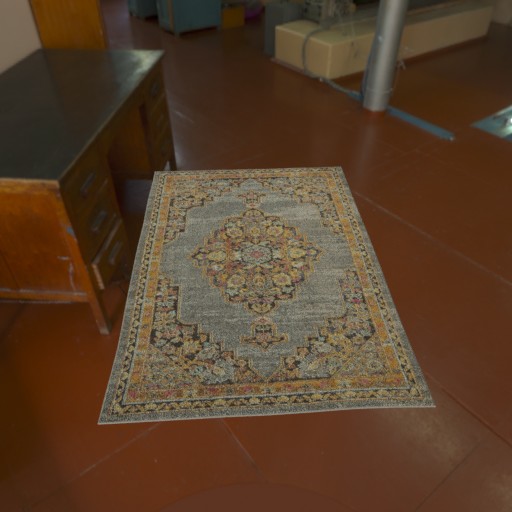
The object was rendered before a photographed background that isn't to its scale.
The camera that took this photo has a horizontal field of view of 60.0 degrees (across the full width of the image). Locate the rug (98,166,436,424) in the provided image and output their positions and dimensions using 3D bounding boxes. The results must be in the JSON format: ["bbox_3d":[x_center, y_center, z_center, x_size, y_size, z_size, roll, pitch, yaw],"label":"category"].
[{"bbox_3d":[0.000,0.000,3.958,2.158,0.024,3.063,-2,41,-2],"label":"rug"}]
